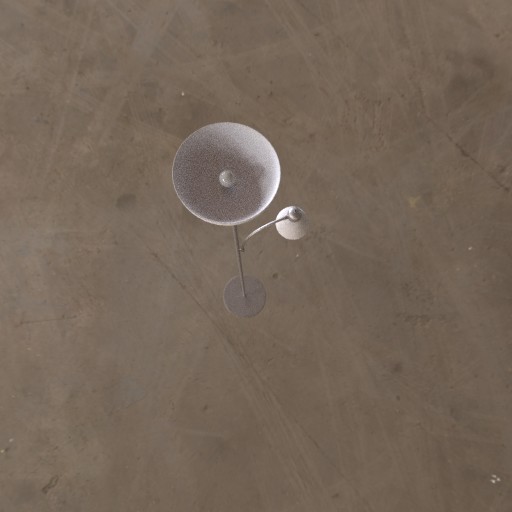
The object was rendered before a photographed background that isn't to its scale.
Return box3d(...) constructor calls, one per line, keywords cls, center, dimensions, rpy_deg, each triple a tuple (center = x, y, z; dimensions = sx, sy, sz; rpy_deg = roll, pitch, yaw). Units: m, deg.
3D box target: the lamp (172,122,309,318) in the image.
box3d(cls="lamp", center=(0.000, 0.000, 1.962), dimensions=(0.425, 1.804, 0.279), rpy_deg=(-20, 76, -5))
